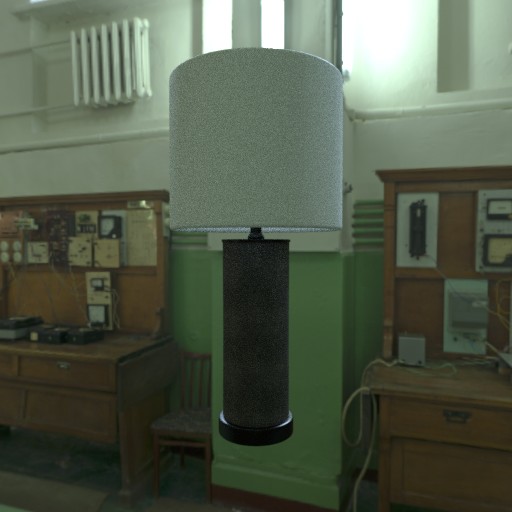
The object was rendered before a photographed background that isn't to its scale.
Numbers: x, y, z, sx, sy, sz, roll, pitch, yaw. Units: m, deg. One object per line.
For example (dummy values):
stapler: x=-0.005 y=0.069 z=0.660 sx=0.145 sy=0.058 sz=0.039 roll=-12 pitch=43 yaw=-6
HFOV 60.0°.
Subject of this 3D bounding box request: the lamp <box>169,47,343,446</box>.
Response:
lamp: x=0.000 y=0.000 z=0.801 sx=0.305 sy=0.634 sz=0.305 roll=0 pitch=2 yaw=18
